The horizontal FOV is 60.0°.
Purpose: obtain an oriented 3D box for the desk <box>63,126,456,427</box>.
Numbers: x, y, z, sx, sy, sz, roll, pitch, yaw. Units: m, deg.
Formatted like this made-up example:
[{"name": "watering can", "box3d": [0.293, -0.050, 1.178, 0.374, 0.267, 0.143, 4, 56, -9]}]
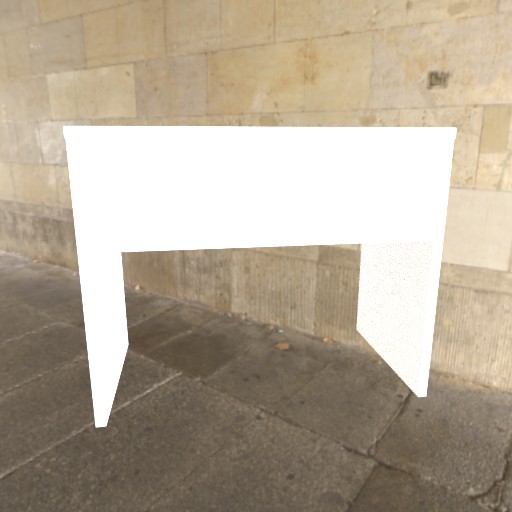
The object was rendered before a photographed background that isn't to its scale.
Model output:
[{"name": "desk", "box3d": [0.000, 0.000, 1.330, 0.900, 0.729, 0.498, -2, 15, -9]}]
